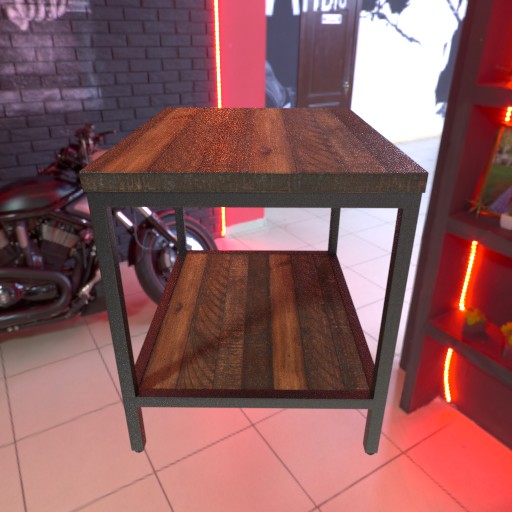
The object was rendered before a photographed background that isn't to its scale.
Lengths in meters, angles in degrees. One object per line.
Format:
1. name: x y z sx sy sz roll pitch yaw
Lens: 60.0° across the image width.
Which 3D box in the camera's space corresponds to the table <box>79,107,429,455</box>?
1. table: 0.000 0.000 1.101 0.524 0.612 0.678 0 26 1
